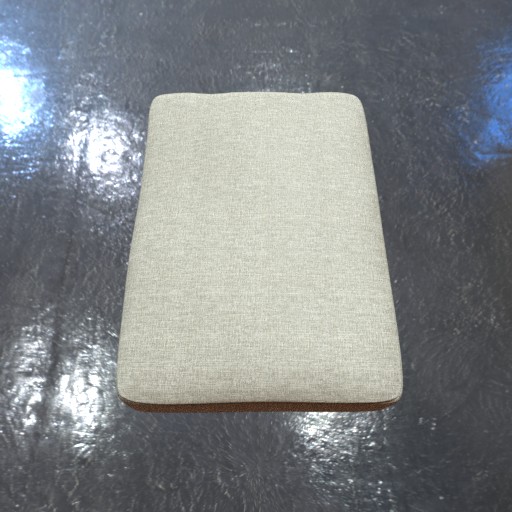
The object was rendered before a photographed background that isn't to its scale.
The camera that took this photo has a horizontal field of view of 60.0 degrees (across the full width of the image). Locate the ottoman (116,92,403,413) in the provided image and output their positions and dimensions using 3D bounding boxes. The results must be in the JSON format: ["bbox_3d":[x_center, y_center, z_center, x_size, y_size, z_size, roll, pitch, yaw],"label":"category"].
[{"bbox_3d":[0.000,0.000,1.268,0.639,0.494,0.873,0,64,0],"label":"ottoman"}]
